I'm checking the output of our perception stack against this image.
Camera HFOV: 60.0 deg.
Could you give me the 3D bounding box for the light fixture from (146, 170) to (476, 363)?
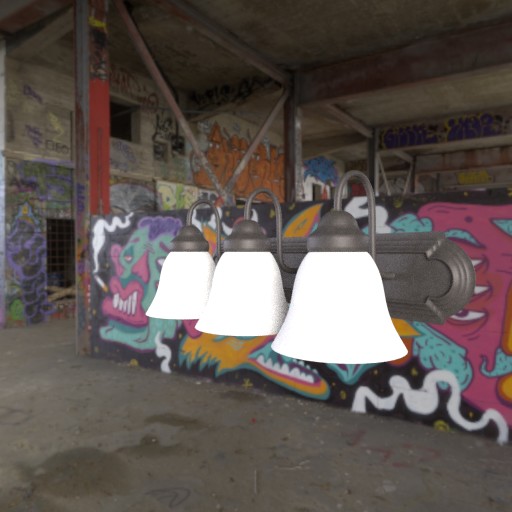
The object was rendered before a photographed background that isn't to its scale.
[{"bbox_3d":[0.000,0.000,0.713,0.199,0.222,0.610,0,1,-37],"label":"light fixture"}]
